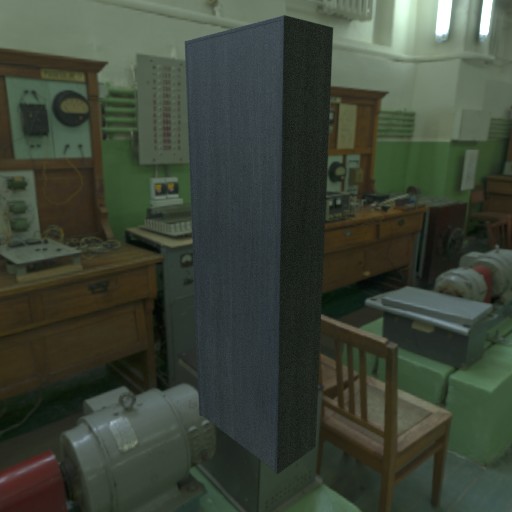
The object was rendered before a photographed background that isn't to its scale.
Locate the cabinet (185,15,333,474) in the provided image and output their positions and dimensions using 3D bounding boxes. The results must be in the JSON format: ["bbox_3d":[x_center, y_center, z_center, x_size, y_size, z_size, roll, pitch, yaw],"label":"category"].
[{"bbox_3d":[0.000,0.000,1.793,0.255,1.630,0.520,-14,21,-41],"label":"cabinet"}]
